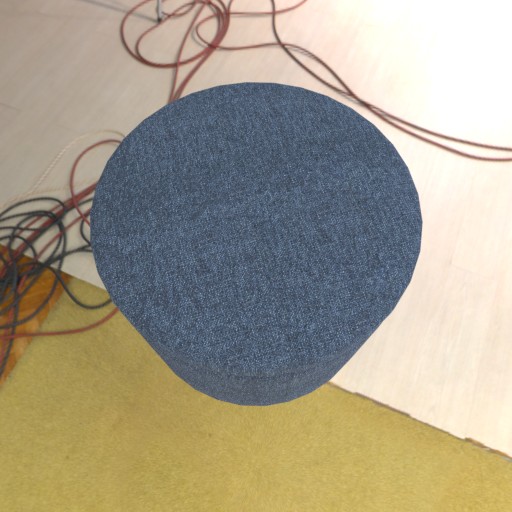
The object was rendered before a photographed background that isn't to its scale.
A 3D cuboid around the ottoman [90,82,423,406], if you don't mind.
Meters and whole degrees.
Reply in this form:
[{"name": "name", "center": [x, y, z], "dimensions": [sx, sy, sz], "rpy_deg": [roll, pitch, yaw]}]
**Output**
[{"name": "ottoman", "center": [0.000, 0.000, 0.835], "dimensions": [0.500, 0.419, 0.500], "rpy_deg": [0, 65, 0]}]
